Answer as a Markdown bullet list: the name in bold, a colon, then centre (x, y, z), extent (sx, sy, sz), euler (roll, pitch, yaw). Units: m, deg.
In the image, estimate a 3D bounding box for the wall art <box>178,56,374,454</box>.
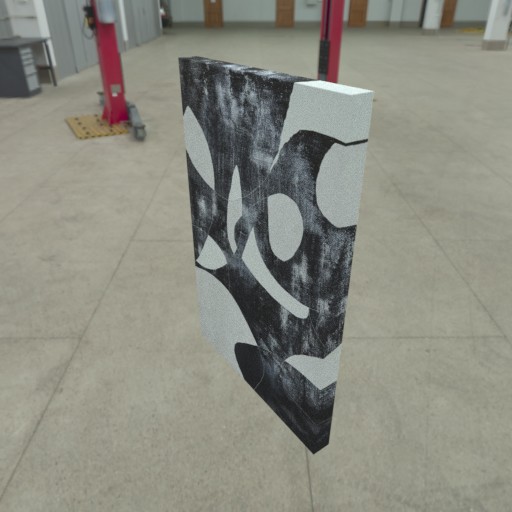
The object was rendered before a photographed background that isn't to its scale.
- **wall art**: centre (0.000, 0.000, 0.783), extent (0.039, 0.610, 0.407), euler (-20, 36, -30)
